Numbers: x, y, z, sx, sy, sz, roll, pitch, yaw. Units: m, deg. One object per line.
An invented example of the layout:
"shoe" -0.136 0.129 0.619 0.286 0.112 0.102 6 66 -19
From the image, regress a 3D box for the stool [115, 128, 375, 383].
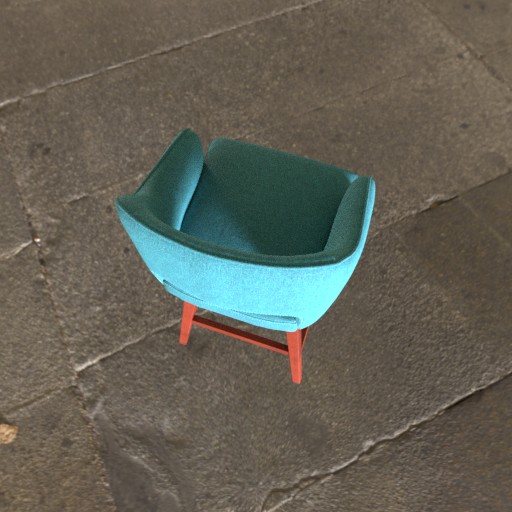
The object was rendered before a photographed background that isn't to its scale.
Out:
"stool" 0.000 0.000 1.307 0.548 0.961 0.556 17 64 9
